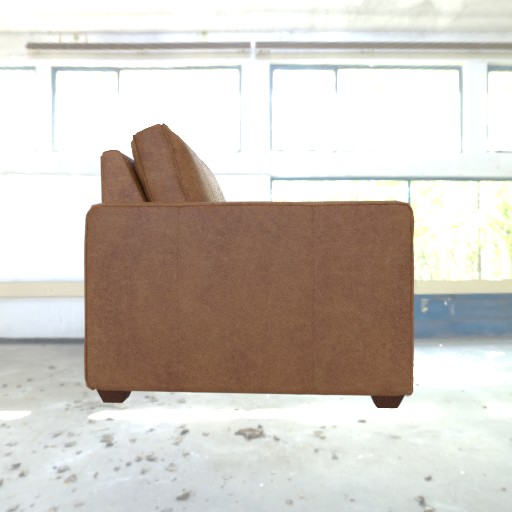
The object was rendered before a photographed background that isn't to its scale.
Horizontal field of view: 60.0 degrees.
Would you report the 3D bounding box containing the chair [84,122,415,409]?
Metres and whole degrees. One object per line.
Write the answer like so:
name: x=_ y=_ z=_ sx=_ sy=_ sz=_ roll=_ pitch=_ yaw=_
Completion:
chair: x=0.000 y=0.000 z=1.753 sx=1.027 sy=0.901 sz=0.987 roll=0 pitch=0 yaw=1
